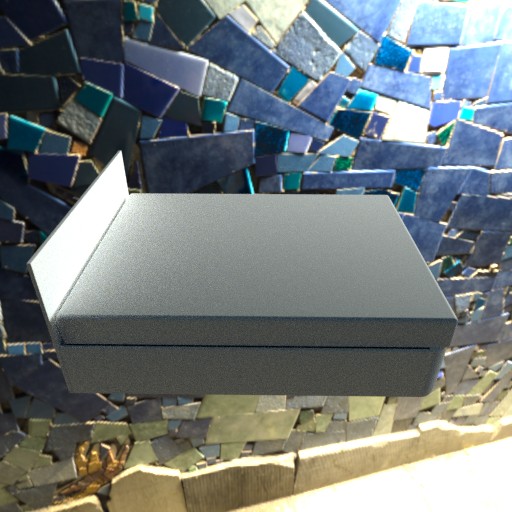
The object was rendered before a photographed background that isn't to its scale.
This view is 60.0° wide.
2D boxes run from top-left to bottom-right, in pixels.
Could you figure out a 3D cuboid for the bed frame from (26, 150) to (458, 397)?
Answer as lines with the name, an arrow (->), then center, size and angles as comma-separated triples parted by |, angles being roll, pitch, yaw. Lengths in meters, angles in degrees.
bed frame -> 0.000, 0.000, 2.645 | 1.900, 0.800, 1.400 | 0, 33, 1
